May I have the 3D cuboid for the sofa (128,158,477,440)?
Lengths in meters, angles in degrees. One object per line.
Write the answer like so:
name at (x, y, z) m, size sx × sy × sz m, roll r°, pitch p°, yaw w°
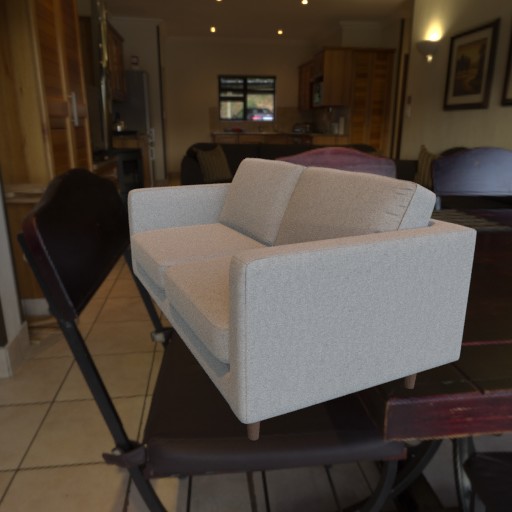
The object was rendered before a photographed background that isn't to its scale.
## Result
sofa at (0.000, 0.000, 2.261) m, size 1.000 × 0.900 × 1.731 m, roll -8°, pitch 18°, yaw -25°
